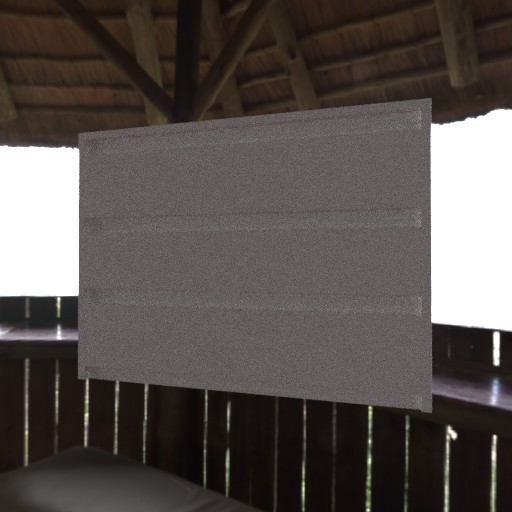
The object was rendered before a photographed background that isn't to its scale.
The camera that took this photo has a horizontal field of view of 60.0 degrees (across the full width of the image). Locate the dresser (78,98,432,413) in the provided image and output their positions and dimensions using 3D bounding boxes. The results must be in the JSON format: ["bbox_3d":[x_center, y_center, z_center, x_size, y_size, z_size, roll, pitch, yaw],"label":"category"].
[{"bbox_3d":[0.000,0.000,1.536,1.100,0.820,0.460,0,0,17],"label":"dresser"}]
